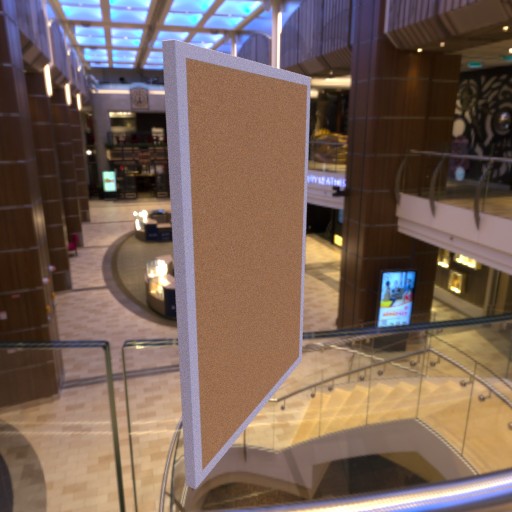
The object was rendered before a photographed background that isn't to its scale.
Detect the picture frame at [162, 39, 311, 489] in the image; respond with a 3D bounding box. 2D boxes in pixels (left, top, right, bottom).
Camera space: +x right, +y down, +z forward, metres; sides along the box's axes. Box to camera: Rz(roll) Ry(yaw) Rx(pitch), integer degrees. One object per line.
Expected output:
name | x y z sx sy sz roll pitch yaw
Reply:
picture frame | 0.000 0.000 0.542 0.013 0.434 0.305 8 18 26
